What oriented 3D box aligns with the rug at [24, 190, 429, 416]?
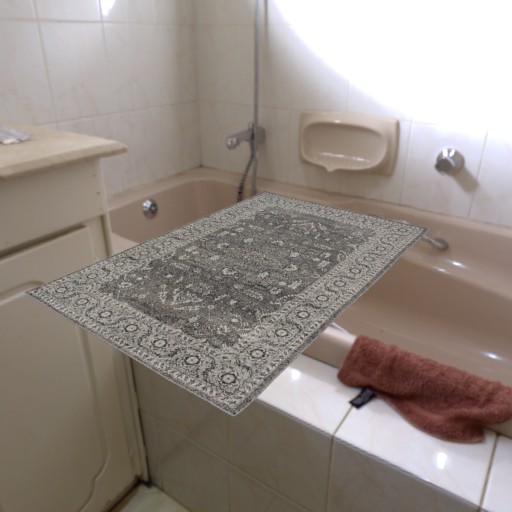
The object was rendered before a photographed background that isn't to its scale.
[{"bbox_3d":[0.000,0.000,2.286,1.209,0.019,1.828,18,31,33],"label":"rug"}]
